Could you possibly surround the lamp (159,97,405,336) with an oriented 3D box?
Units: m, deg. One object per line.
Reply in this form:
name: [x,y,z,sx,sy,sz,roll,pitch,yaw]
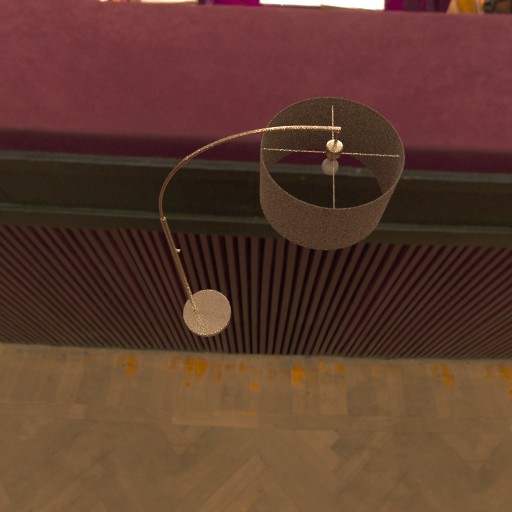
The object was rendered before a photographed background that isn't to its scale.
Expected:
lamp: [0.000,0.000,2.094,0.934,1.735,0.452,3,63,2]
